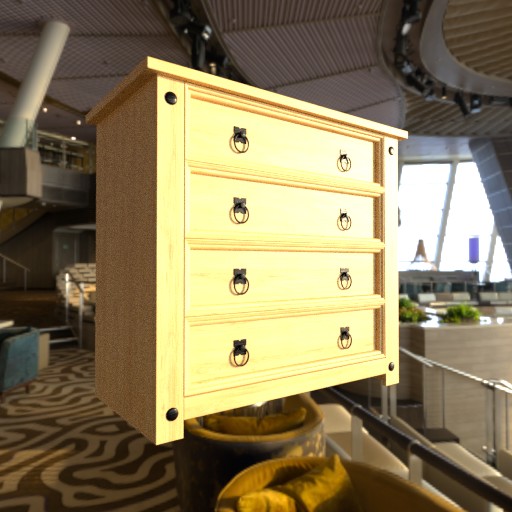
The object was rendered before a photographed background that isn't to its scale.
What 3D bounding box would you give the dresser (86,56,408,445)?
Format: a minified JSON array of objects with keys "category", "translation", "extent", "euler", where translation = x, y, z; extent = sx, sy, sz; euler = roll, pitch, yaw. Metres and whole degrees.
[{"category":"dresser","translation":[0.000,0.000,1.219],"extent":[0.800,0.730,0.410],"euler":[1,-1,-36]}]
